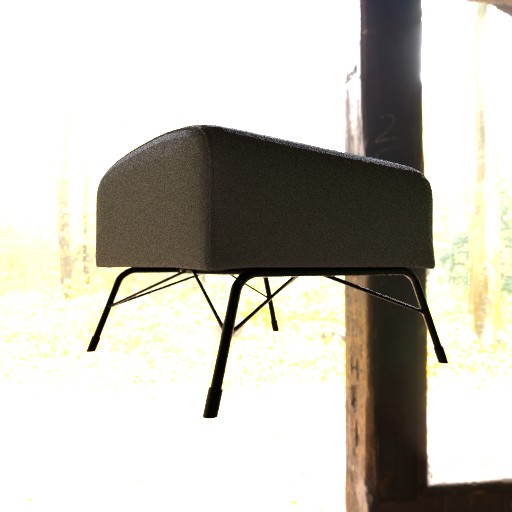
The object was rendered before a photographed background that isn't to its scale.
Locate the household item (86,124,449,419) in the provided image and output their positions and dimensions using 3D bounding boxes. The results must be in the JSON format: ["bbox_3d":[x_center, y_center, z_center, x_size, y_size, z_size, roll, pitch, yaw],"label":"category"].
[{"bbox_3d":[0.000,0.000,0.906,0.530,0.410,0.530,1,-2,-36],"label":"household item"}]
